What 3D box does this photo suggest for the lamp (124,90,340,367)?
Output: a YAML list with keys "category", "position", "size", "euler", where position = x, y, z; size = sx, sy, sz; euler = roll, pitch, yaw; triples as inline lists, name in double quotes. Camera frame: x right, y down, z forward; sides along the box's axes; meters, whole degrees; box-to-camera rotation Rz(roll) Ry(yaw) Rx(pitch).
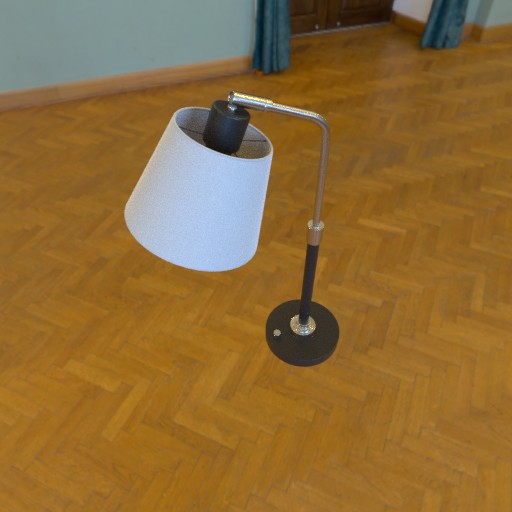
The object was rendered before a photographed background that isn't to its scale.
- category: "lamp"
  position: [0.000, 0.000, 0.685]
  size: [0.348, 0.539, 0.181]
  euler: [-16, 48, -15]
